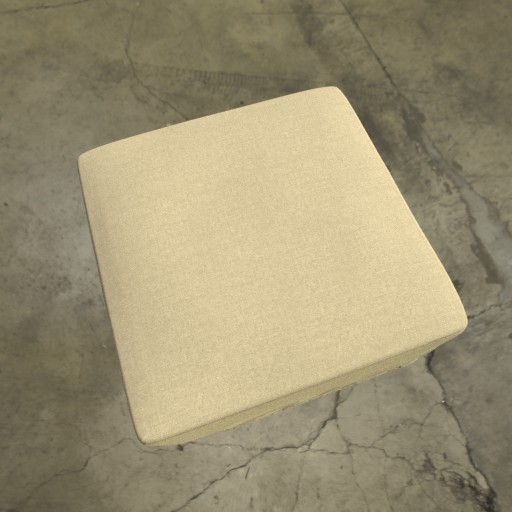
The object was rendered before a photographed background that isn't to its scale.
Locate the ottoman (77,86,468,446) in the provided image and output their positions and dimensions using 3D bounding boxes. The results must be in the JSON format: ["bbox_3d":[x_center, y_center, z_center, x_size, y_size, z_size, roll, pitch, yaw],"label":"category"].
[{"bbox_3d":[0.000,0.000,1.312,0.840,0.436,0.843,-17,67,-8],"label":"ottoman"}]
